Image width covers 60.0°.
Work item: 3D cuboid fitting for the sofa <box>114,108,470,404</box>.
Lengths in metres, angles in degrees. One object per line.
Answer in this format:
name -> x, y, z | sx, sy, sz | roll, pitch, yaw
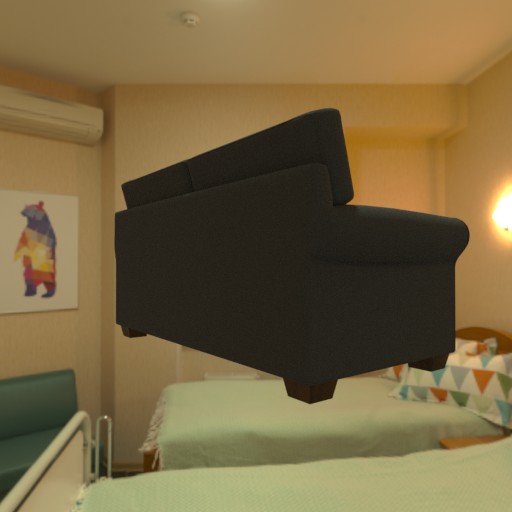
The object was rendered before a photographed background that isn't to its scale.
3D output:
sofa -> 0.000, 0.000, 2.436 | 0.940, 1.020, 1.930 | 0, -1, -37
